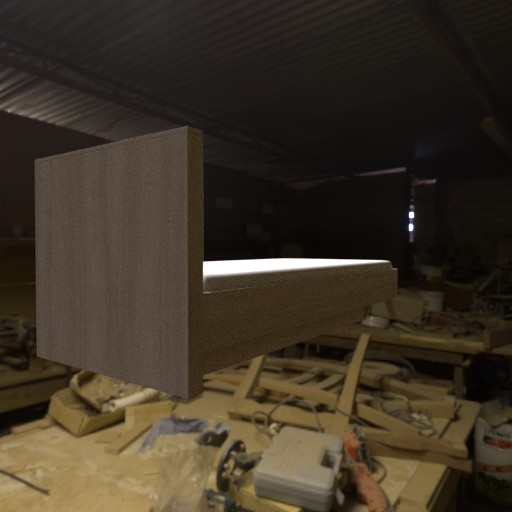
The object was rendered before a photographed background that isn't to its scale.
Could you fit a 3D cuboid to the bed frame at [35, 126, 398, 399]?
[{"bbox_3d":[0.000,0.000,2.646,0.990,0.920,2.140,1,2,36],"label":"bed frame"}]
